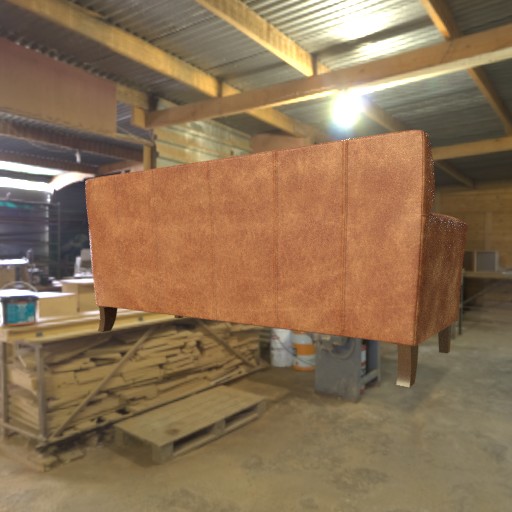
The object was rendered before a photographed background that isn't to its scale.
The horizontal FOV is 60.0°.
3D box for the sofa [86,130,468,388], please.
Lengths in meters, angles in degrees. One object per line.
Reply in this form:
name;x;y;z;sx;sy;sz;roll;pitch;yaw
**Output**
sofa;0.000;0.000;2.484;2.053;0.947;0.805;1;1;36
